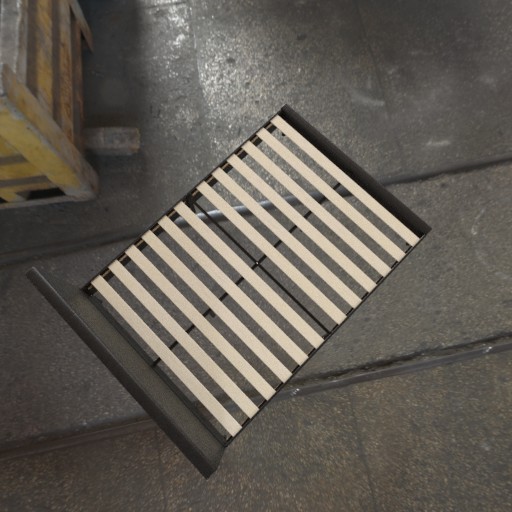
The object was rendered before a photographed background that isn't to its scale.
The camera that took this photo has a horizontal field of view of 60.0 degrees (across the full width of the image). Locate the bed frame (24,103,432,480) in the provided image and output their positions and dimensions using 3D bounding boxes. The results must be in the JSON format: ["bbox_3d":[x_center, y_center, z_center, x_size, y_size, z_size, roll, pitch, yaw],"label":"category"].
[{"bbox_3d":[0.000,0.000,2.998,1.469,1.046,2.152,44,79,10],"label":"bed frame"}]
